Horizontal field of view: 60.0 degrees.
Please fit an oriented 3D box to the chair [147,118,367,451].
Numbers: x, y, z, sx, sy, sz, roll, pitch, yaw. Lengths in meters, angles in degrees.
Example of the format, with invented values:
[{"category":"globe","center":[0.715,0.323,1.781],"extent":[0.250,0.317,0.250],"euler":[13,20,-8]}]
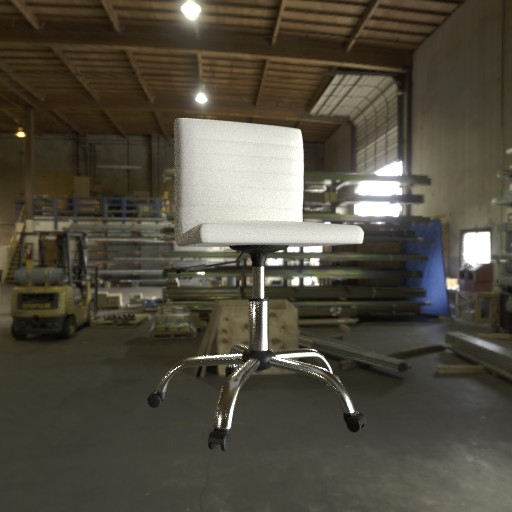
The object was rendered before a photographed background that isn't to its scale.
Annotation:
[{"category":"chair","center":[0.000,0.000,1.172],"extent":[0.556,0.780,0.530],"euler":[0,1,-18]}]
